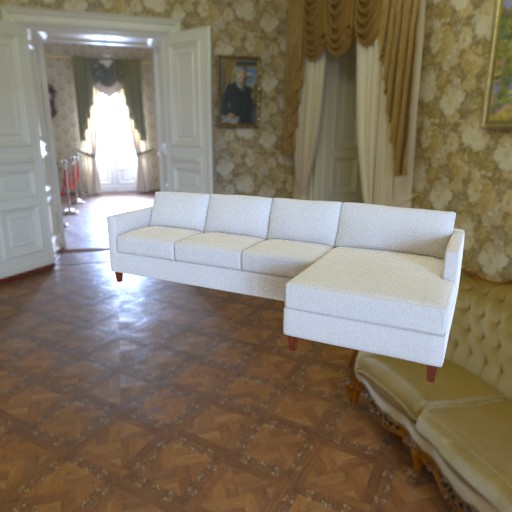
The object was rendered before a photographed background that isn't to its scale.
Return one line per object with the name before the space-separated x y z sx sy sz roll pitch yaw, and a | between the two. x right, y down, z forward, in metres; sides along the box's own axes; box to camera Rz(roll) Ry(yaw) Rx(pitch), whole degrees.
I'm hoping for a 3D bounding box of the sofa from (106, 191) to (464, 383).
sofa | 0.000 0.000 4.158 3.471 0.954 1.599 7 17 26
